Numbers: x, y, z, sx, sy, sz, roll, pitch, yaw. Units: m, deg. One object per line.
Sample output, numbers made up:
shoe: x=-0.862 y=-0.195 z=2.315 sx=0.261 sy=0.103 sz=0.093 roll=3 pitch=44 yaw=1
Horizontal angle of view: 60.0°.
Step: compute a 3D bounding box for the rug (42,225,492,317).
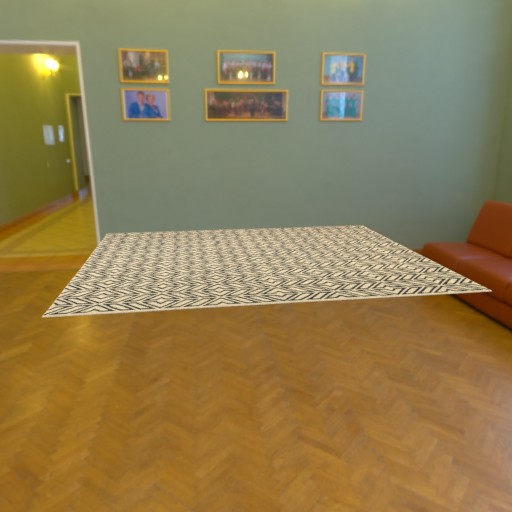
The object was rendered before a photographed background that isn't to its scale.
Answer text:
rug: x=0.000 y=0.000 z=4.098 sx=3.045 sy=0.008 sz=2.421 roll=-2 pitch=15 yaw=-9
